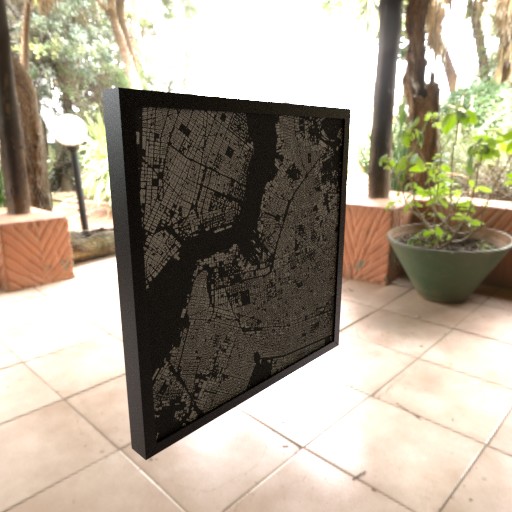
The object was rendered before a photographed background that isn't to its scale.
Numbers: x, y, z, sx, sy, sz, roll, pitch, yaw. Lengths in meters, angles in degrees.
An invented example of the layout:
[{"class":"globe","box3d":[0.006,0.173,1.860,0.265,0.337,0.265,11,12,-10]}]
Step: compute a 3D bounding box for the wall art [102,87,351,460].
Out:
[{"class":"wall art","box3d":[0.000,0.000,0.767,0.038,0.506,0.506,13,20,41]}]
